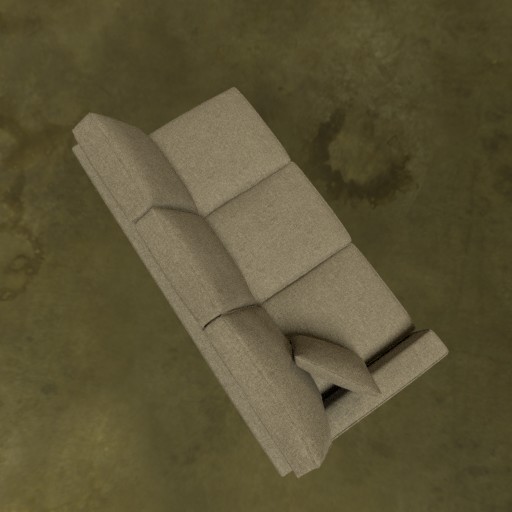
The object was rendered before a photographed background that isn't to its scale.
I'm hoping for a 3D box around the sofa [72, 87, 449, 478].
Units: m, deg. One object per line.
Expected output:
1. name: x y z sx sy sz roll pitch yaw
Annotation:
1. sofa: 0.000 0.000 2.466 1.034 0.946 1.963 -34 78 -8
